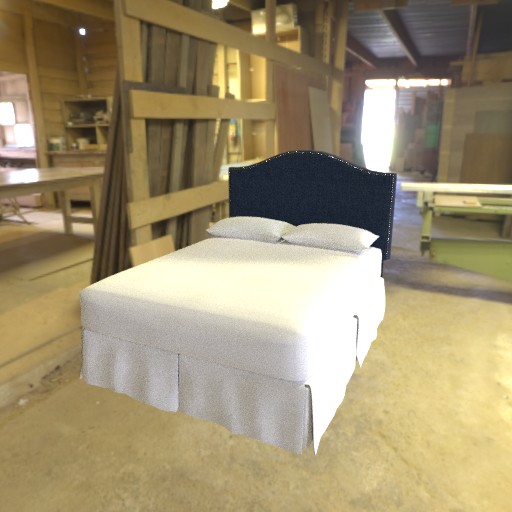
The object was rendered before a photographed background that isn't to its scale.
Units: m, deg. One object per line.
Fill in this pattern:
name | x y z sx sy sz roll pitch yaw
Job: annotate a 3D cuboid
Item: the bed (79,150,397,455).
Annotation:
bed | 0.000 0.000 3.394 1.713 1.518 2.153 7 17 25
